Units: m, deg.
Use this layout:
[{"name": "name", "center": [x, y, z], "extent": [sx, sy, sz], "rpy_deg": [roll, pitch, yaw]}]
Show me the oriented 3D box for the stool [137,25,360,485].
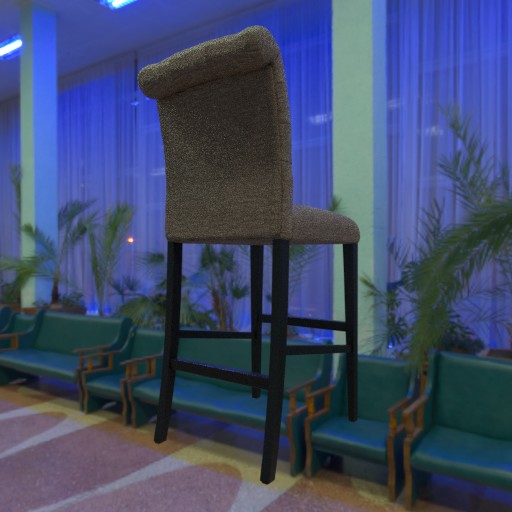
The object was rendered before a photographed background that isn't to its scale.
[{"name": "stool", "center": [0.000, 0.000, 1.406], "extent": [0.452, 1.131, 0.613], "rpy_deg": [0, 0, 36]}]
